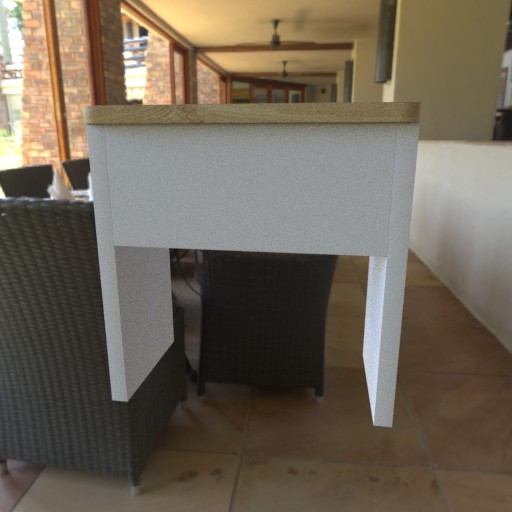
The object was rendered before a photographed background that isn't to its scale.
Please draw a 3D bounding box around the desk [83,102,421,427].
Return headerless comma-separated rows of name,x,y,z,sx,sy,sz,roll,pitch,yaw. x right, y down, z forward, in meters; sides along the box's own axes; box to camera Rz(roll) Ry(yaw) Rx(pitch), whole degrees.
desk,0.000,0.000,1.259,0.760,0.790,0.440,2,15,9
